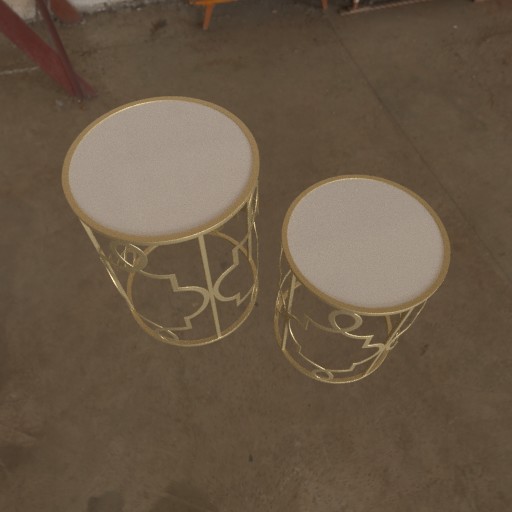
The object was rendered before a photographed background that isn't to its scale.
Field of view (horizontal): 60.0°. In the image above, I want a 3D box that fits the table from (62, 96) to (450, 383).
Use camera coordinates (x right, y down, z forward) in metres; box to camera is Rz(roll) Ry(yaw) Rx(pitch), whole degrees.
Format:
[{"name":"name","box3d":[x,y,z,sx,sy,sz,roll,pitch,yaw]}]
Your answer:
[{"name":"table","box3d":[0.000,0.000,1.158,0.846,0.564,0.420,16,60,9]}]
